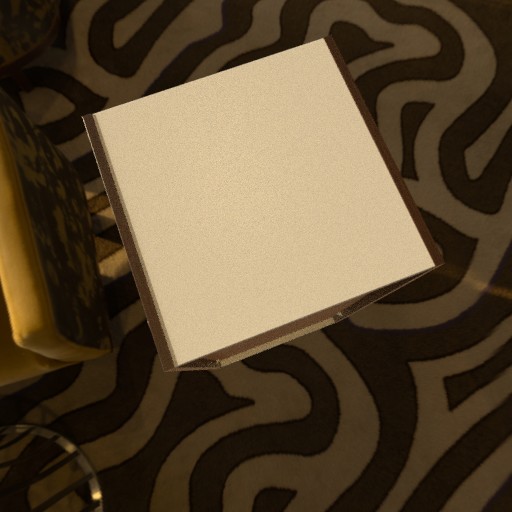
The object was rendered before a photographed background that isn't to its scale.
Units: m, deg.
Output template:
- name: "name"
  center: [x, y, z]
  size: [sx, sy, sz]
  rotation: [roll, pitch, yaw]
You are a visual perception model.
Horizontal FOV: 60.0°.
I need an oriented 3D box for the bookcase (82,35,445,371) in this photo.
- name: "bookcase"
  center: [0.000, 0.000, 0.757]
  size: [0.300, 0.600, 0.290]
  rotation: [-20, 77, -5]
